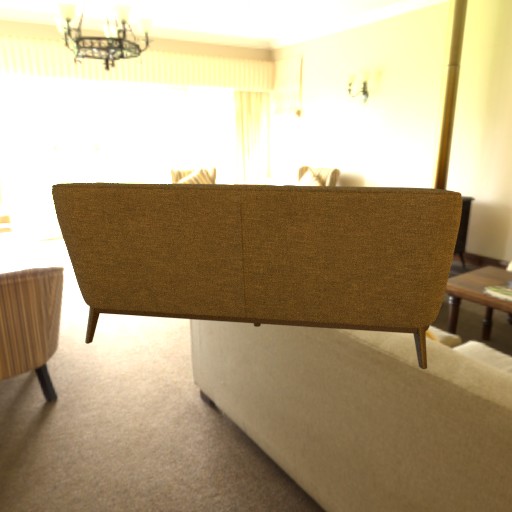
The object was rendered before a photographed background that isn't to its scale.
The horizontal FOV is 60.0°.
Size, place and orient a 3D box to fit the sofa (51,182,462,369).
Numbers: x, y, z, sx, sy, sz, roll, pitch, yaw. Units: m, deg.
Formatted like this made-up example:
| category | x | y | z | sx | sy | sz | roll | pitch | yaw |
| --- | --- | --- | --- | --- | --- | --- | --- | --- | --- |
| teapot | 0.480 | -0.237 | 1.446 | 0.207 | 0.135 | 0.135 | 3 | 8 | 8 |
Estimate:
| category | x | y | z | sx | sy | sz | roll | pitch | yaw |
| --- | --- | --- | --- | --- | --- | --- | --- | --- | --- |
| sofa | 0.000 | 0.000 | 2.337 | 1.928 | 0.829 | 0.867 | 2 | 15 | 9 |
